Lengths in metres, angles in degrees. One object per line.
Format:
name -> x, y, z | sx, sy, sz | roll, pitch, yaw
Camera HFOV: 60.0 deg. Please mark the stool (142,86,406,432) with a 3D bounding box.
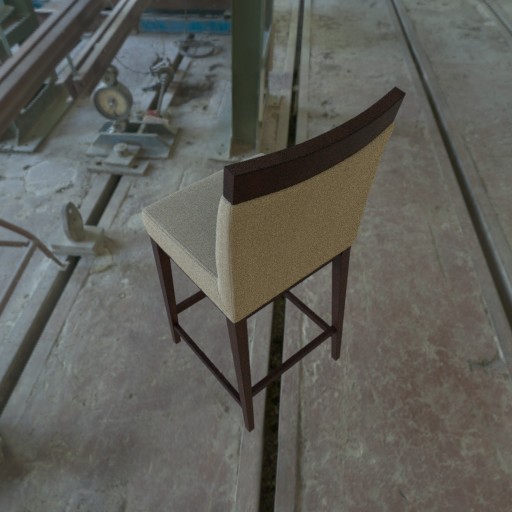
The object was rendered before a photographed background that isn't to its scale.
stool -> 0.000, 0.000, 1.284 | 0.463, 1.011, 0.480 | -31, 53, -27
